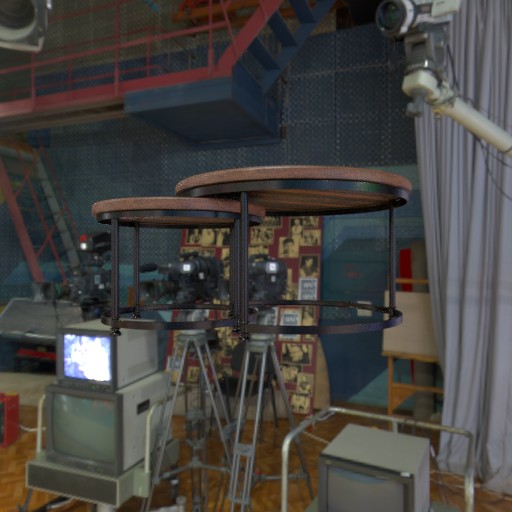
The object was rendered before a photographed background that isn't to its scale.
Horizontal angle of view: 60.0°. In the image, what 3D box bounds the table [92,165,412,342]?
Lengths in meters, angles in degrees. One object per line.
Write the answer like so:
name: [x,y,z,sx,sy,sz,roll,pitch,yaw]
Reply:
table: [0.000,0.000,1.651,1.152,0.516,0.870,0,0,-18]
